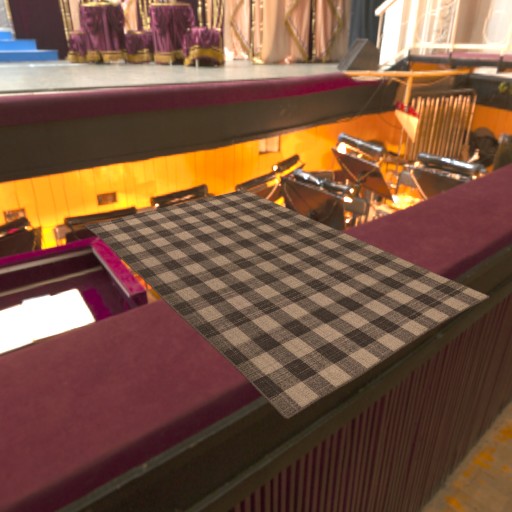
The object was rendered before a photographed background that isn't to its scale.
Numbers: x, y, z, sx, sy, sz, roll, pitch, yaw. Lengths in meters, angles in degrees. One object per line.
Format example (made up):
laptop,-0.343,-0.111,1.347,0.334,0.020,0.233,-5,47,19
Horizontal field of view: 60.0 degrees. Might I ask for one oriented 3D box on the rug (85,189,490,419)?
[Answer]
rug,0.000,0.000,3.045,1.554,0.011,2.476,-18,32,-32
